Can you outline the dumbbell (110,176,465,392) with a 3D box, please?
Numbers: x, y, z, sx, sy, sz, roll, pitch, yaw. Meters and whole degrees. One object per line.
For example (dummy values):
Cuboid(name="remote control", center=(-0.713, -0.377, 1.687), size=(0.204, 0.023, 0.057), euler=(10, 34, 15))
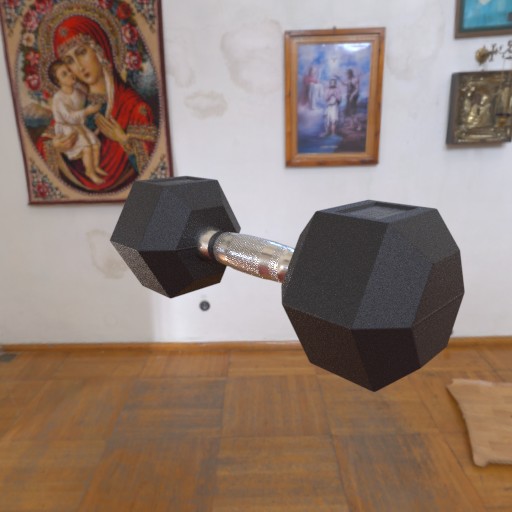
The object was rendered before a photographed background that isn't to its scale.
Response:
Cuboid(name="dumbbell", center=(0.000, 0.000, 0.423), size=(0.356, 0.123, 0.141), euler=(16, 23, 42))
